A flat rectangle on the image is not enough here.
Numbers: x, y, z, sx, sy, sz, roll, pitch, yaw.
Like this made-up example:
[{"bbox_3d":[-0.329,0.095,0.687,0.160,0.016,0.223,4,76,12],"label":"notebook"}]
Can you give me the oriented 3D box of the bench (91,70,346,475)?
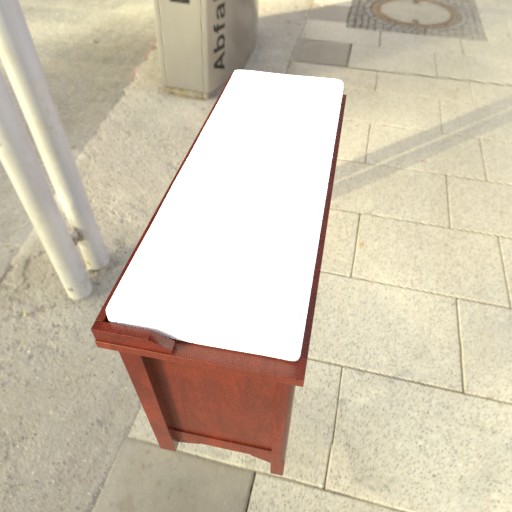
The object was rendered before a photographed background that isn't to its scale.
[{"bbox_3d":[0.000,0.000,1.269,0.369,0.646,0.987,9,48,8],"label":"bench"}]
